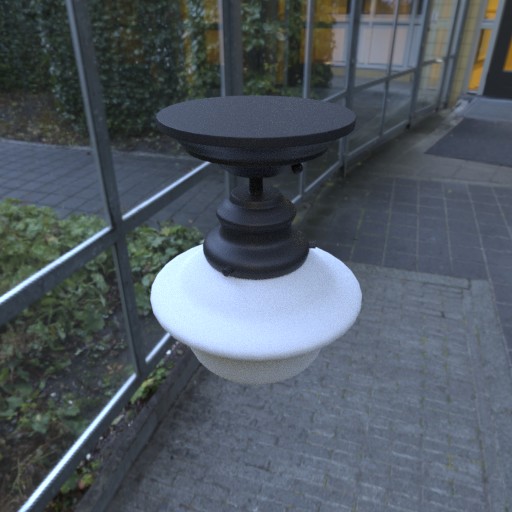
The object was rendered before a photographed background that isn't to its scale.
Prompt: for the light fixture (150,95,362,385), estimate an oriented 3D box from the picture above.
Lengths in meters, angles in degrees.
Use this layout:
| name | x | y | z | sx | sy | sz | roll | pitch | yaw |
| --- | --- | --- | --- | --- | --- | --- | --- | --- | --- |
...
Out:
| name | x | y | z | sx | sy | sz | roll | pitch | yaw |
| --- | --- | --- | --- | --- | --- | --- | --- | --- | --- |
| light fixture | 0.000 | 0.000 | 0.404 | 0.197 | 0.254 | 0.197 | 0 | 29 | 0 |
